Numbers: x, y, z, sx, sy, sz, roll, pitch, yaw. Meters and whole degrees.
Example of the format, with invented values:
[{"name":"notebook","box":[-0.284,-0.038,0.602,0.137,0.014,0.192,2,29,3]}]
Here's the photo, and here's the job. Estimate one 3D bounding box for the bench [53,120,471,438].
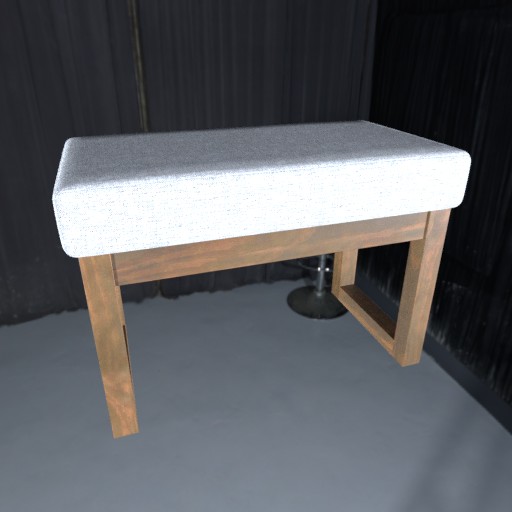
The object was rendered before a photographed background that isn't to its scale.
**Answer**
[{"name":"bench","box":[0.000,0.000,0.917,0.681,0.467,0.366,-8,27,-17]}]
